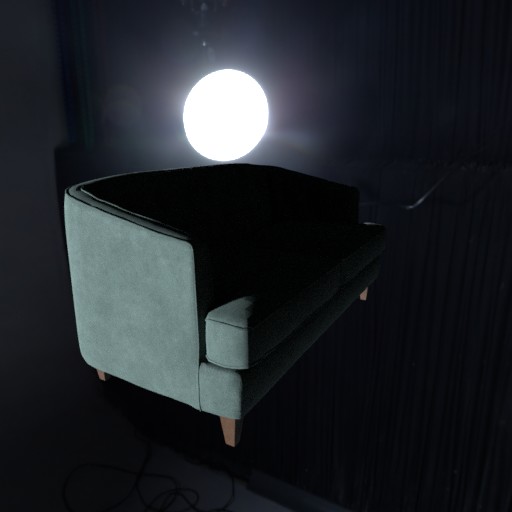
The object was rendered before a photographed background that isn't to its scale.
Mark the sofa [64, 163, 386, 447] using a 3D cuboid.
[{"bbox_3d":[0.000,0.000,2.240,0.941,0.855,1.733,8,17,28],"label":"sofa"}]
